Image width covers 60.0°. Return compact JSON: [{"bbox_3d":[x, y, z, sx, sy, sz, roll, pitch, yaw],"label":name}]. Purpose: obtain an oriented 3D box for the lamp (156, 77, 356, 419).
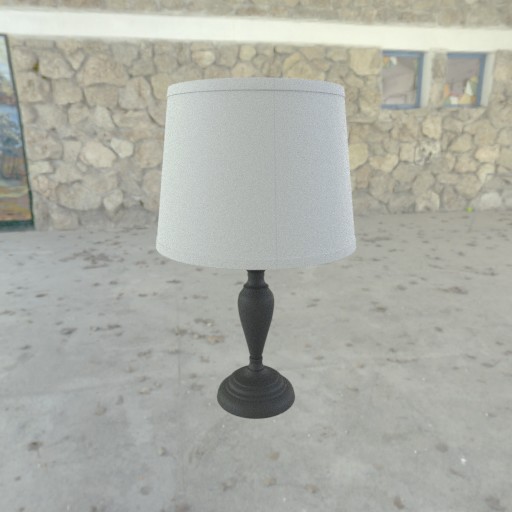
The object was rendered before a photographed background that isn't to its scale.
[{"bbox_3d":[0.000,0.000,0.708,0.310,0.501,0.310,0,15,0],"label":"lamp"}]
